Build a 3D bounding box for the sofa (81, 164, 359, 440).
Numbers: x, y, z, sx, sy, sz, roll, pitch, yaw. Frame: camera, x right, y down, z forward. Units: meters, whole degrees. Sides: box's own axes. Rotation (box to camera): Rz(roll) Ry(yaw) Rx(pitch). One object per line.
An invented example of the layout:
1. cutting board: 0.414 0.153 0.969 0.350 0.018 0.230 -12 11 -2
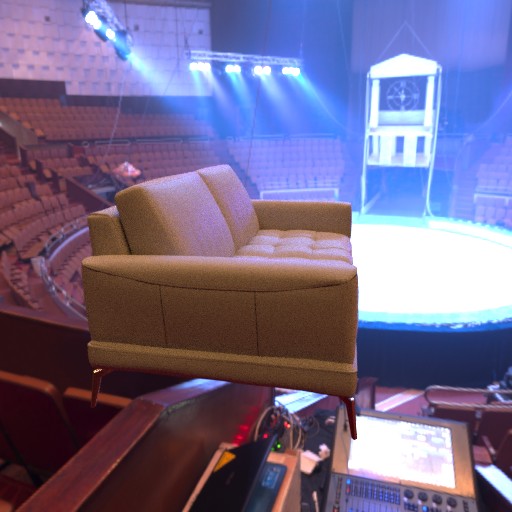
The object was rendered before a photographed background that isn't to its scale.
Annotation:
1. sofa: 0.000 0.000 2.487 1.121 0.930 1.819 3 15 11
